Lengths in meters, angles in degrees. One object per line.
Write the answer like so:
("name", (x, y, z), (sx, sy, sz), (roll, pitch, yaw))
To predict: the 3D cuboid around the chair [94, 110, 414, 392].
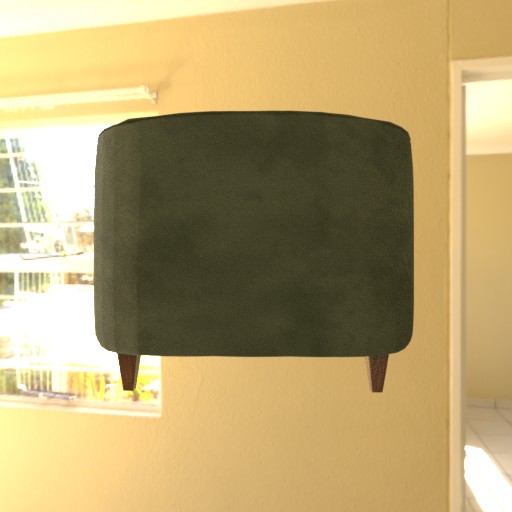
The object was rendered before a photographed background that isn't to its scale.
("chair", (0.000, 0.000, 1.756), (1.104, 0.852, 0.941), (0, 0, 1))
